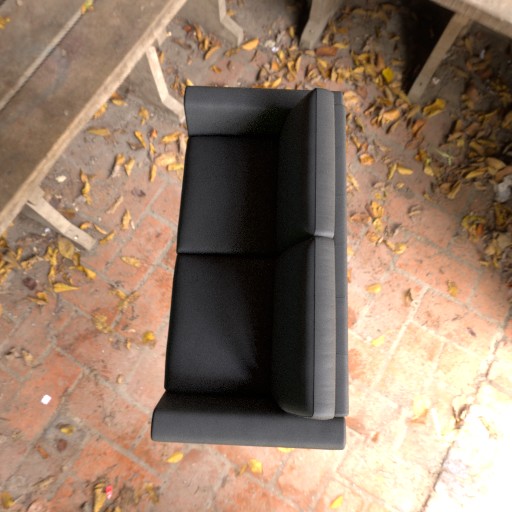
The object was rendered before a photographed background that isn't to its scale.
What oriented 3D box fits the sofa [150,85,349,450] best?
[{"bbox_3d":[0.000,0.000,2.557,0.953,0.875,2.017,2,75,1],"label":"sofa"}]
